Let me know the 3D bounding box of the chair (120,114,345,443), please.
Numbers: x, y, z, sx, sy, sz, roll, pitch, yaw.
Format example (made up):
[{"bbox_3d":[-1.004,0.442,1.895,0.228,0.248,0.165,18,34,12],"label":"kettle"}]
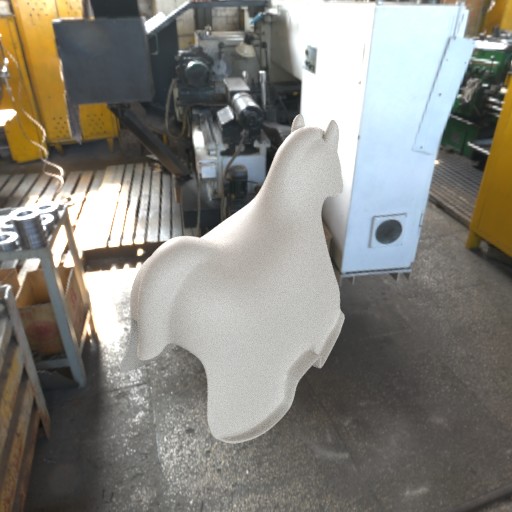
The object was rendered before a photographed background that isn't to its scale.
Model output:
[{"bbox_3d":[0.000,0.000,1.157,0.429,0.612,0.800,21,36,31],"label":"chair"}]
